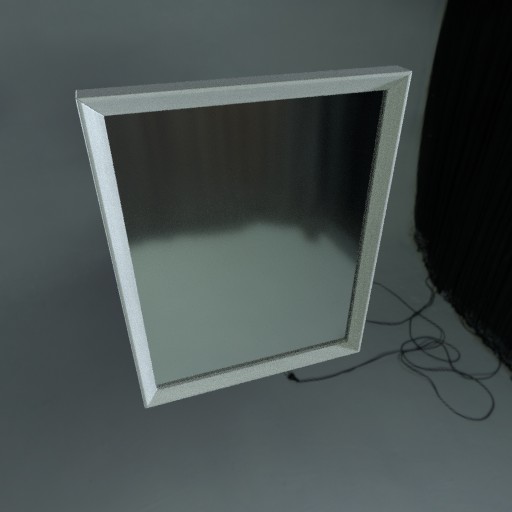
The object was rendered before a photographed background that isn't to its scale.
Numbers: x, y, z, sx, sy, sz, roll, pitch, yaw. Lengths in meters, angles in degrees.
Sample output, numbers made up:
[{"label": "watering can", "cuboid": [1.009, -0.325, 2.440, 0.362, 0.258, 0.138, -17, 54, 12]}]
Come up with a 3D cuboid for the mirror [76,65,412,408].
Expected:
[{"label": "mirror", "cuboid": [0.000, 0.000, 0.670, 0.406, 0.509, 0.041, -11, 36, -15]}]
